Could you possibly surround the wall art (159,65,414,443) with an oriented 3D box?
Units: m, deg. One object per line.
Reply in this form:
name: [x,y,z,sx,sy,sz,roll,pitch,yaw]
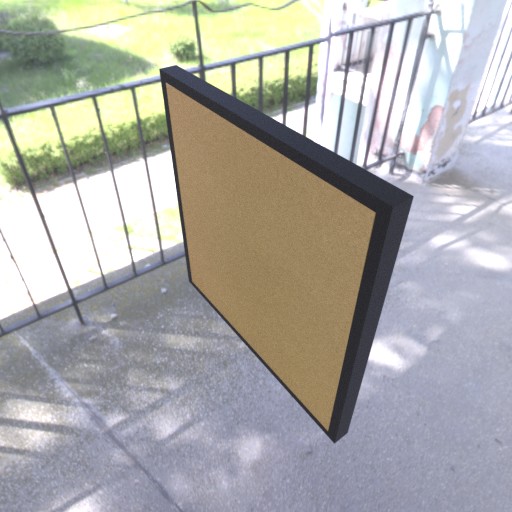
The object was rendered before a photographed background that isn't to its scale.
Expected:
wall art: [0.000,0.000,0.776,0.033,0.507,0.508,-26,48,-27]
